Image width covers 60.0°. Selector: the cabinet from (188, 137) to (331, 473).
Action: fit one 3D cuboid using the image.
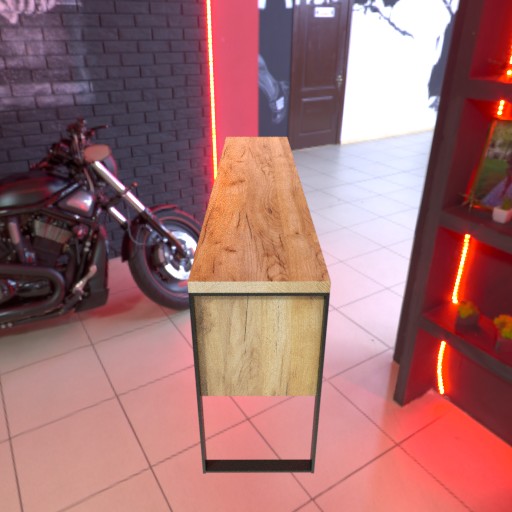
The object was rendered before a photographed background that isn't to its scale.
[{"bbox_3d":[0.000,0.000,2.153,0.395,0.762,1.800,0,27,0],"label":"cabinet"}]
